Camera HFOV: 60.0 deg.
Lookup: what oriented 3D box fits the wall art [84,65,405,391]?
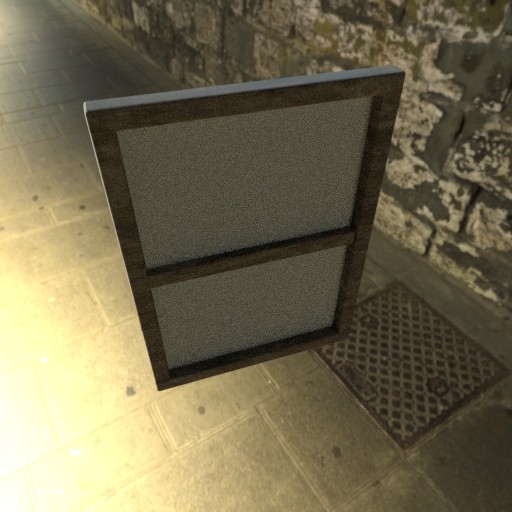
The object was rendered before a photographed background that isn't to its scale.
[{"bbox_3d":[0.000,0.000,0.791,0.443,0.605,0.035,-12,43,-14],"label":"wall art"}]
